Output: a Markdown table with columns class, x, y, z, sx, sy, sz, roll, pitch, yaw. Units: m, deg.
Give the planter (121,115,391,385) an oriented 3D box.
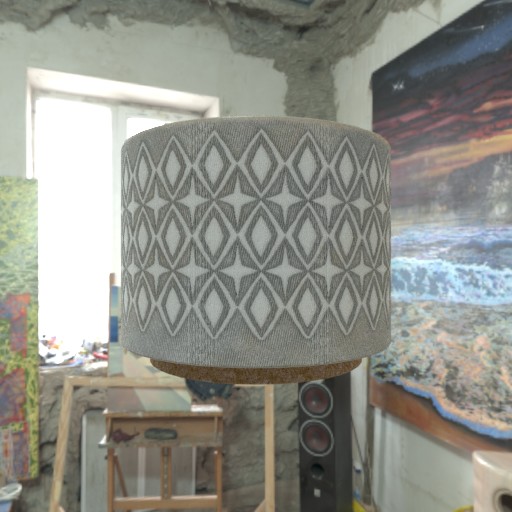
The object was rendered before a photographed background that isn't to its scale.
| class | x | y | z | sx | sy | sz | roll | pitch | yaw |
| --- | --- | --- | --- | --- | --- | --- | --- | --- | --- |
| planter | 0.000 | 0.000 | 0.282 | 0.164 | 0.127 | 0.164 | 0 | 0 | 0 |
